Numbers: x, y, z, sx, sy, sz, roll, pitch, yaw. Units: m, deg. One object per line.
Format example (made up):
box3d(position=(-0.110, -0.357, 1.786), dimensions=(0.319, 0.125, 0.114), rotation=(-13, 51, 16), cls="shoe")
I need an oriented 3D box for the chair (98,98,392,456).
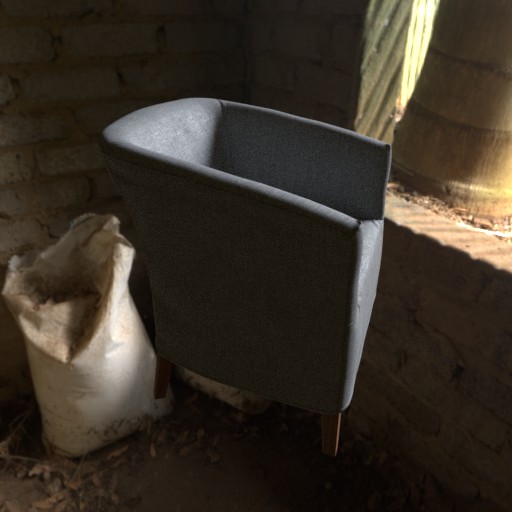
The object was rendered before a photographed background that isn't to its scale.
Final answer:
box3d(position=(0.000, 0.000, 1.266), dimensions=(0.668, 0.771, 0.600), rotation=(10, 32, 17), cls="chair")
